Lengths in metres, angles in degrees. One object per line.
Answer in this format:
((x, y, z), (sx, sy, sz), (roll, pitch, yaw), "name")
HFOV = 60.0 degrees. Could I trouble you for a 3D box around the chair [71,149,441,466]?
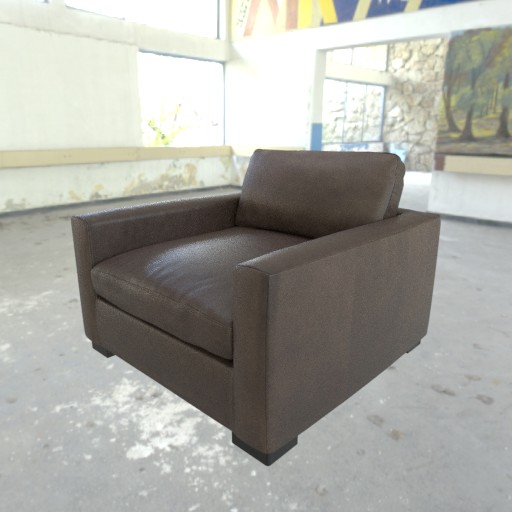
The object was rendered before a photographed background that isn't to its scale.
((0.000, 0.000, 1.789), (1.100, 0.812, 1.069), (15, 22, 41), "chair")
